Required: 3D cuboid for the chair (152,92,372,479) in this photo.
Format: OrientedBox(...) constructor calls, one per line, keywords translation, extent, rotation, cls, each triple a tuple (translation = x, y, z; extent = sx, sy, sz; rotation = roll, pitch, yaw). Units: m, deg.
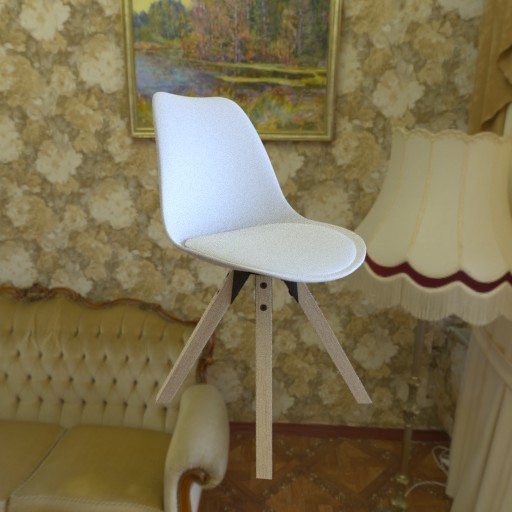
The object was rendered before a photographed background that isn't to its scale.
OrientedBox(translation=(0.000, 0.000, 1.185), extent=(0.485, 0.850, 0.550), rotation=(-14, 20, -43), cls="chair")
